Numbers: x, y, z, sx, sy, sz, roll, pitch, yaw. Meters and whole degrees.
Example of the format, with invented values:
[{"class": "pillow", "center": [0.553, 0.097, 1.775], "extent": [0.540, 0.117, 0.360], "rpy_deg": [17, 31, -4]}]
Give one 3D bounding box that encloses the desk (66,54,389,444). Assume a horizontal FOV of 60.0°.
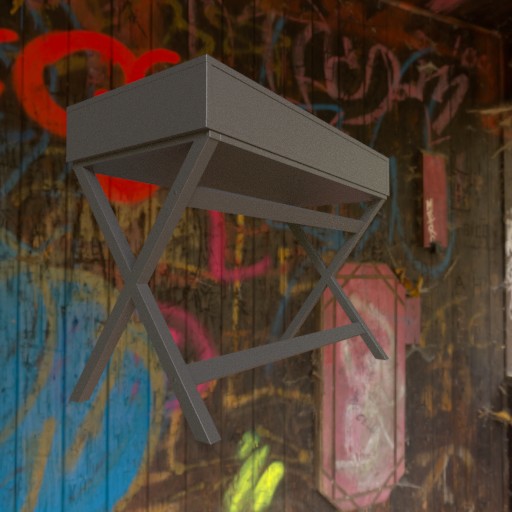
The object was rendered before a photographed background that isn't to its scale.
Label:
[{"class": "desk", "center": [0.000, 0.000, 1.460], "extent": [0.525, 0.780, 1.057], "rpy_deg": [-1, -2, 36]}]
